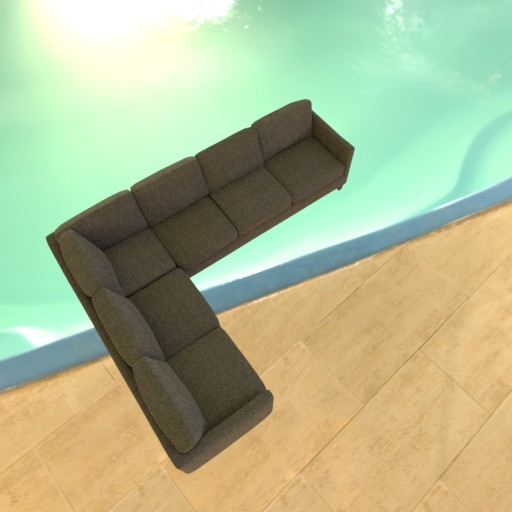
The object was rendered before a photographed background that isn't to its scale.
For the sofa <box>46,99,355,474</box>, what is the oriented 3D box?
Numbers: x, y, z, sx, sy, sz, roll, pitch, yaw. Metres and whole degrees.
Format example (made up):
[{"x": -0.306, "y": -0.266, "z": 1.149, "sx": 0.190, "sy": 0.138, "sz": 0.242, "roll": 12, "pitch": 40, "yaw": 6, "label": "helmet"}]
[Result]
[{"x": 0.000, "y": 0.000, "z": 4.497, "sx": 3.302, "sy": 0.947, "sz": 2.593, "roll": -32, "pitch": 65, "yaw": -17, "label": "sofa"}]
